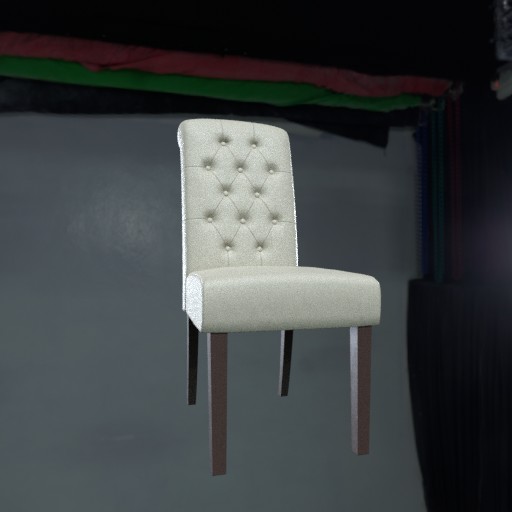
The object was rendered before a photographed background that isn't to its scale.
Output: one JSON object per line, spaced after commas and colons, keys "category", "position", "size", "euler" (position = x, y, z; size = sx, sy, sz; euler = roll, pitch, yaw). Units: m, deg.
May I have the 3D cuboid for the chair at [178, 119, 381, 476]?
{"category": "chair", "position": [0.000, 0.000, 1.373], "size": [0.456, 1.006, 0.671], "euler": [0, -1, -17]}
